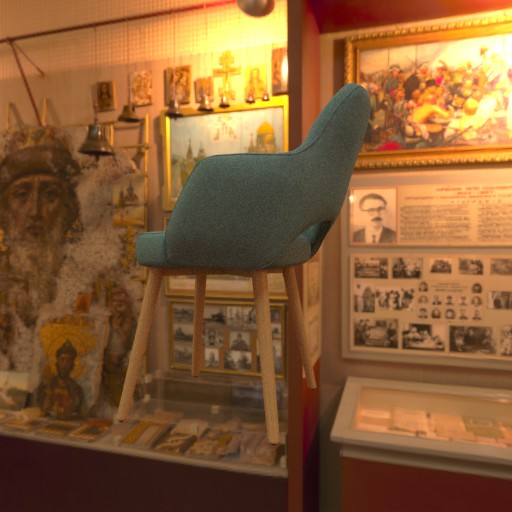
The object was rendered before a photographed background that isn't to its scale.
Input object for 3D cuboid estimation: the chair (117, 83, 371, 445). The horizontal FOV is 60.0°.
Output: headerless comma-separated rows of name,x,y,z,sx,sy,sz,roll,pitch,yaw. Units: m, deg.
chair,0.000,0.000,1.338,0.666,0.920,0.589,0,1,19
